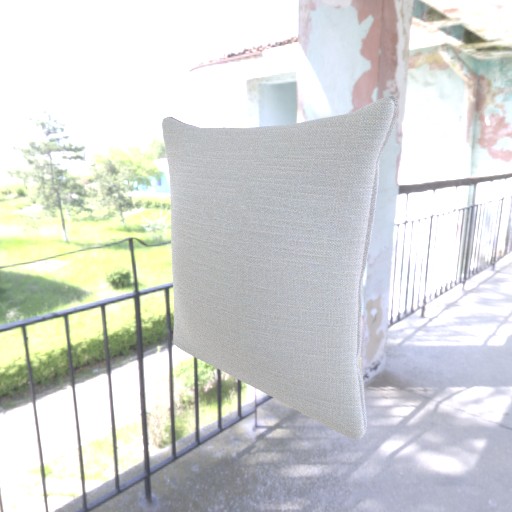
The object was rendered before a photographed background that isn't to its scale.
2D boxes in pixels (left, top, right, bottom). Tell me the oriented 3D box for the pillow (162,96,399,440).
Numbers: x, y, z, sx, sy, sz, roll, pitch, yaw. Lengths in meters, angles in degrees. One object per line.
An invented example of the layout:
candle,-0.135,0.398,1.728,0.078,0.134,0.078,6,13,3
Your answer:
pillow,0.000,0.000,0.703,0.451,0.449,0.191,13,19,43
